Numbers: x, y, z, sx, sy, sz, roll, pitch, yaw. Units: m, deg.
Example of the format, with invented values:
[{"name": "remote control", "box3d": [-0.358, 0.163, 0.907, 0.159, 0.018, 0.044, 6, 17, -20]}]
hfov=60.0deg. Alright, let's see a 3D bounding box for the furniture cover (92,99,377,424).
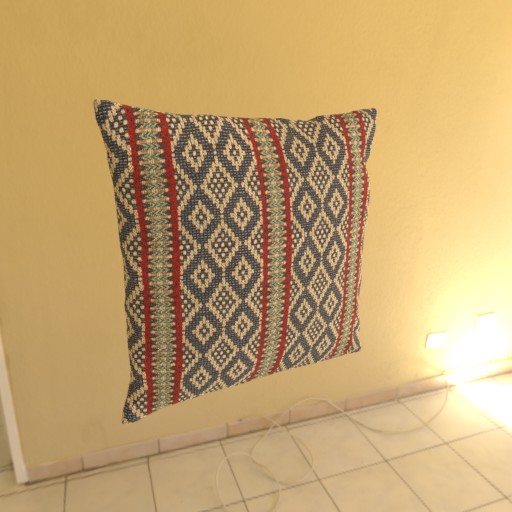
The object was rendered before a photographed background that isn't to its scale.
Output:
[{"name": "furniture cover", "box3d": [0.000, 0.000, 0.661, 0.431, 0.431, 0.139, -9, 19, -28]}]
